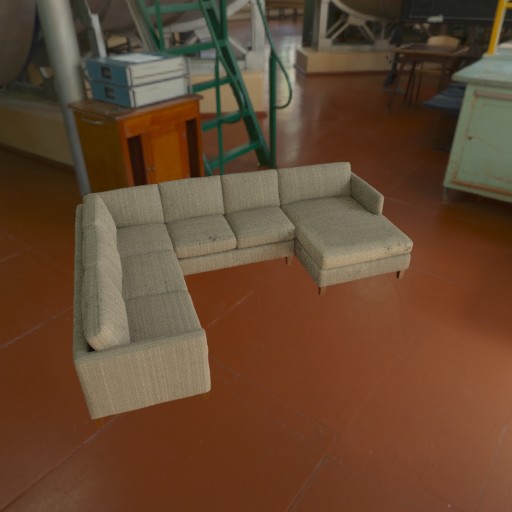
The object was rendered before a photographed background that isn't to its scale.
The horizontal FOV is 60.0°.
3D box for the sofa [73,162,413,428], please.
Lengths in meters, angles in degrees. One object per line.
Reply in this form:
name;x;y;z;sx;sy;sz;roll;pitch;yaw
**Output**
sofa;0.000;0.000;4.583;3.460;0.961;2.594;-10;34;-15
